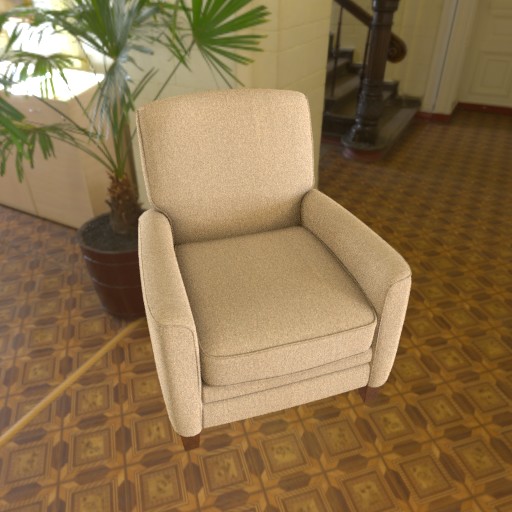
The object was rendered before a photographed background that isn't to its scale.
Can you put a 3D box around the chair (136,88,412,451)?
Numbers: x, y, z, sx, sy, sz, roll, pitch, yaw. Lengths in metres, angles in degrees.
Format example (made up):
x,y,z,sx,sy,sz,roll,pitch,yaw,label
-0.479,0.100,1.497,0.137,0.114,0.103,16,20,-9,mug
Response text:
x,y,z,sx,sy,sz,roll,pitch,yaw,label
0.000,0.000,1.646,0.848,1.014,0.864,-10,35,-14,chair
